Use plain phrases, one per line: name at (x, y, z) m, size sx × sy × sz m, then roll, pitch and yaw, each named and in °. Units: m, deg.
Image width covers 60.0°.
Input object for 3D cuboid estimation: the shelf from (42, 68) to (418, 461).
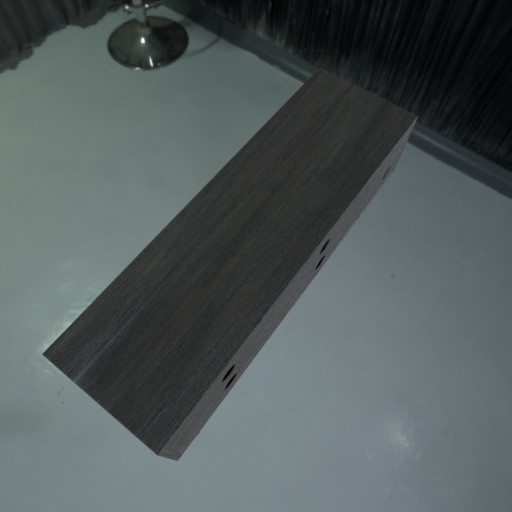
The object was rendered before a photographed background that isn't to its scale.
shelf at (0.000, 0.000, 1.528) m, size 0.400 × 0.495 × 1.300 m, roll 33°, pitch 68°, yaw 16°
